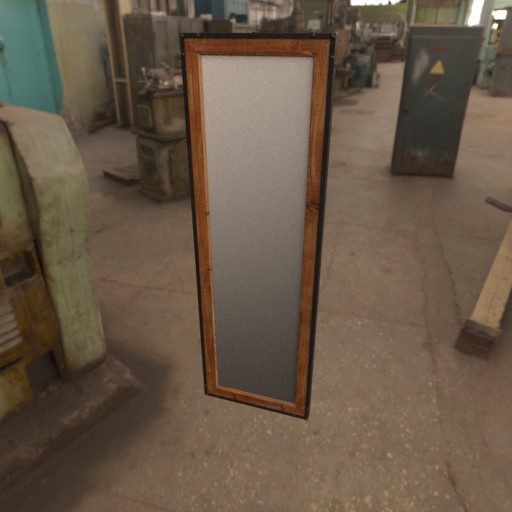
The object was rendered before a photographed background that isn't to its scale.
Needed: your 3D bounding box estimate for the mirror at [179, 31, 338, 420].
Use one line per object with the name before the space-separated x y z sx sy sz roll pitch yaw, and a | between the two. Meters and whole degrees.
mirror | 0.000 0.000 1.195 0.354 1.080 0.042 8 28 16
